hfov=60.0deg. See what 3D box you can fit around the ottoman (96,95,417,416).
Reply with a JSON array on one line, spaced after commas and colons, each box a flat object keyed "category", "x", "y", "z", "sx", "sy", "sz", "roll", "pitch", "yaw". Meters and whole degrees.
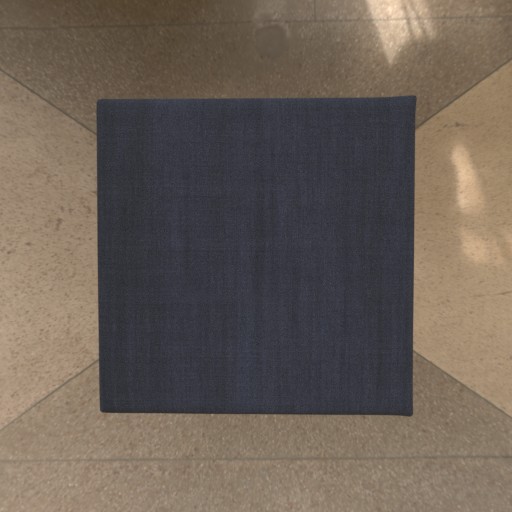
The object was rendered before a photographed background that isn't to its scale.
[{"category": "ottoman", "x": 0.000, "y": 0.000, "z": 1.383, "sx": 0.889, "sy": 0.411, "sz": 0.890, "roll": 0, "pitch": 92, "yaw": 1}]
